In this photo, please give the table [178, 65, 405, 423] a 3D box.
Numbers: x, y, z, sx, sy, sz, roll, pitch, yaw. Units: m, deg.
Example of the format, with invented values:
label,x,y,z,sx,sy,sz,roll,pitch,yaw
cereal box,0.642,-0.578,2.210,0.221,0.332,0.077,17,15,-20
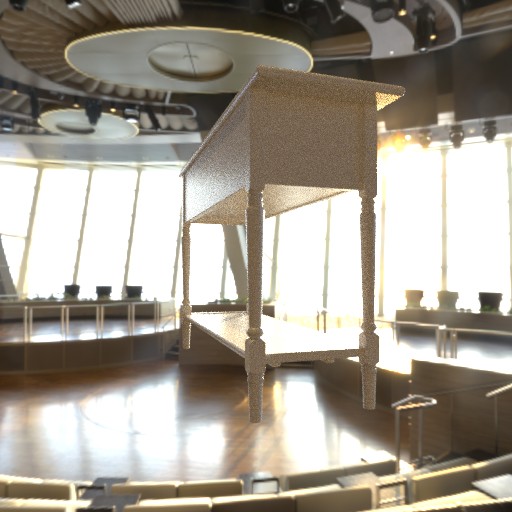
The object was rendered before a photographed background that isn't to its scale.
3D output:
label,x,y,z,sx,sy,sz,roll,pitch,yaw
table,0.000,0.000,1.588,0.386,0.814,1.191,1,-2,-18
